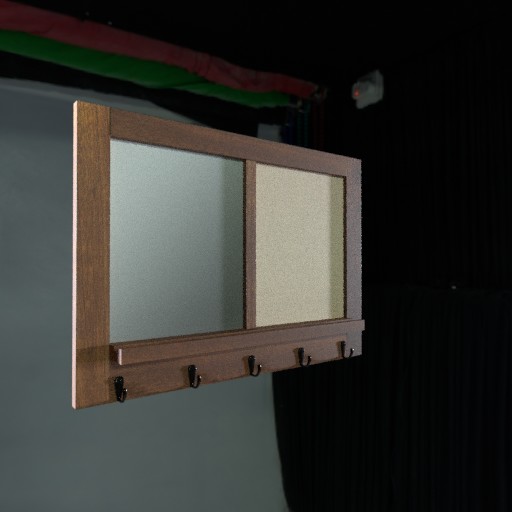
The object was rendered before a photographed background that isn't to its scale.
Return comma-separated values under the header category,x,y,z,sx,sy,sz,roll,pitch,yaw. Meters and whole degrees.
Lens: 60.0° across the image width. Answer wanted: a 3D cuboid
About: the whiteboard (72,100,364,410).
category,x,y,z,sx,sy,sz,roll,pitch,yaw
whiteboard,0.000,0.000,1.019,0.783,0.559,0.083,1,-1,-37
